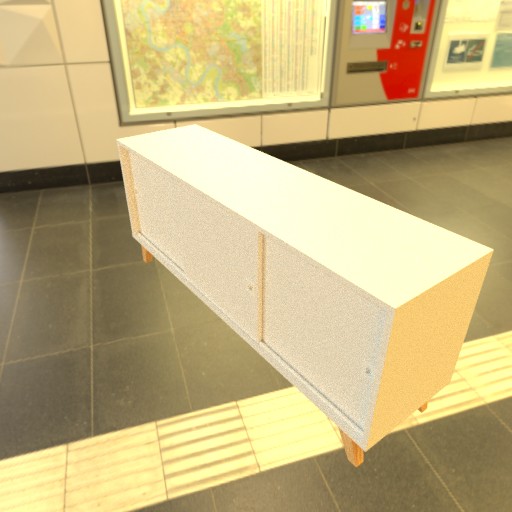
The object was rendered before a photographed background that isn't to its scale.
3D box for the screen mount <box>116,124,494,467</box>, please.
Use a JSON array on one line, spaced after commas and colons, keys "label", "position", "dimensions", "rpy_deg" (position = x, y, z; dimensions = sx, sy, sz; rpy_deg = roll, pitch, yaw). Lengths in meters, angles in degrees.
[{"label": "screen mount", "position": [0.000, 0.000, 1.702], "dimensions": [0.400, 0.619, 1.490], "rpy_deg": [-22, 38, -31]}]
